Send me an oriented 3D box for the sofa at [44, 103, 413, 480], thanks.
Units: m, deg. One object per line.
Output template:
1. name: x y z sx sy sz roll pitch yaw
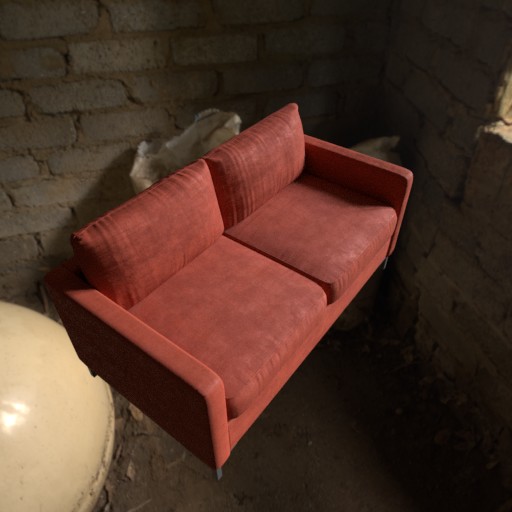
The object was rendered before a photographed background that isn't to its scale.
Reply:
1. sofa: 0.000 0.000 2.083 0.864 0.896 1.574 26 48 27
